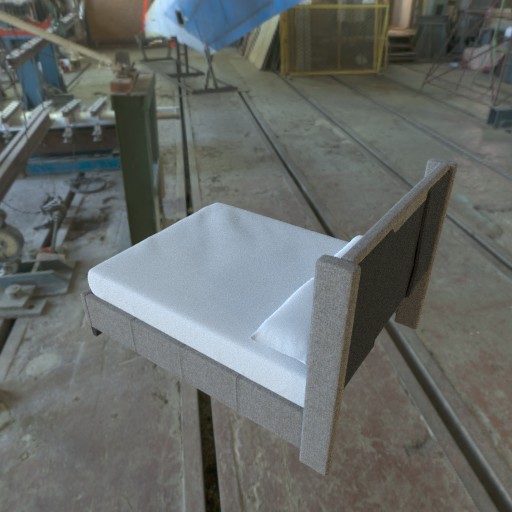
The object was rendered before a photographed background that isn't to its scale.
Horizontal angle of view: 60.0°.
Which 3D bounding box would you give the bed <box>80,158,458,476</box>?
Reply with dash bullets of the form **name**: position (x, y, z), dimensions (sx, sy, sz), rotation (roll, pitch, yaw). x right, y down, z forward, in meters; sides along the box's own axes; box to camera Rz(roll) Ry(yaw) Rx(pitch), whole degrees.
- **bed**: position (0.000, 0.000, 3.412), dimensions (2.245, 1.481, 1.714), rotation (20, 37, 30)
